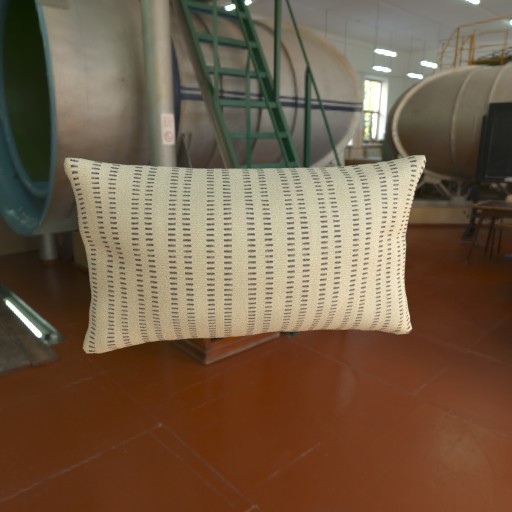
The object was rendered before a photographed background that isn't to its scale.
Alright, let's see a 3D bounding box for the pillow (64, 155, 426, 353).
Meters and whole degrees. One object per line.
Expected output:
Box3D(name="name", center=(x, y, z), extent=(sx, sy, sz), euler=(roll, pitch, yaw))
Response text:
Box3D(name="pillow", center=(0.000, 0.000, 0.804), extent=(0.640, 0.353, 0.210), euler=(-2, 15, -8))
